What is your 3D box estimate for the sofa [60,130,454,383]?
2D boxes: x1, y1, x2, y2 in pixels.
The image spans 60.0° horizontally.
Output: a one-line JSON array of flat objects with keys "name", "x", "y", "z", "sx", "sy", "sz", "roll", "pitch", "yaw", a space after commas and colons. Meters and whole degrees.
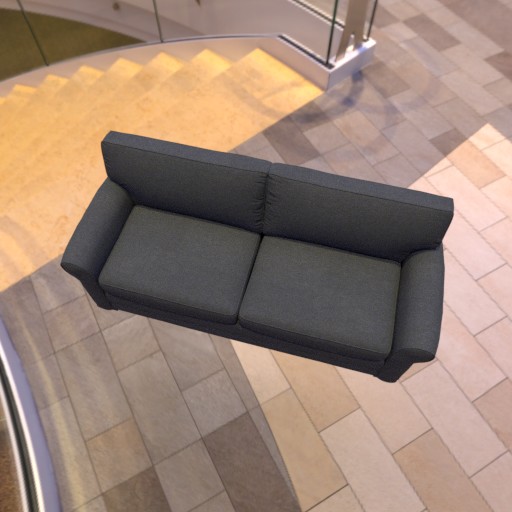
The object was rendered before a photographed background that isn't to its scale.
[{"name": "sofa", "x": 0.000, "y": 0.000, "z": 2.967, "sx": 2.391, "sy": 1.026, "sz": 0.954, "roll": 13, "pitch": 60, "yaw": 8}]
